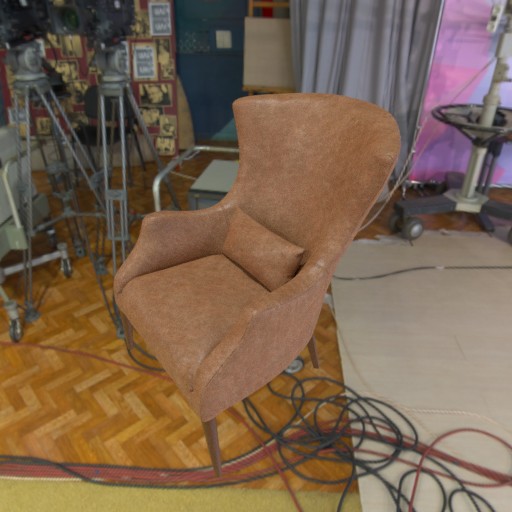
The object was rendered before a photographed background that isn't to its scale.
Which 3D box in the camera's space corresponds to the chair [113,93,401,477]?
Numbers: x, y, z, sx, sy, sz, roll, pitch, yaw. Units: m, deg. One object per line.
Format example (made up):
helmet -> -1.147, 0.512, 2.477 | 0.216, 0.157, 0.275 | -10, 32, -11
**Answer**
chair -> 0.000, 0.000, 1.734 | 0.955, 1.067, 0.846 | -21, 38, -30
